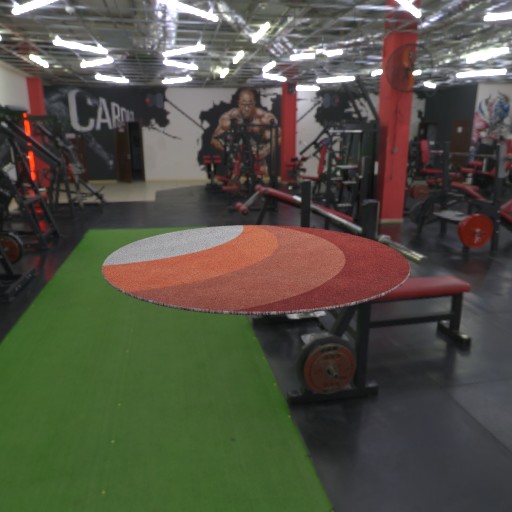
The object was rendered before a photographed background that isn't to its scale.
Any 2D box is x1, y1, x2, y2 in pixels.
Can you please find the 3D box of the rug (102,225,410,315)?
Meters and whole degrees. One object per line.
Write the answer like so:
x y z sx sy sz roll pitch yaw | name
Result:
0.000 0.000 2.292 1.514 0.015 1.514 0 16 0 | rug
